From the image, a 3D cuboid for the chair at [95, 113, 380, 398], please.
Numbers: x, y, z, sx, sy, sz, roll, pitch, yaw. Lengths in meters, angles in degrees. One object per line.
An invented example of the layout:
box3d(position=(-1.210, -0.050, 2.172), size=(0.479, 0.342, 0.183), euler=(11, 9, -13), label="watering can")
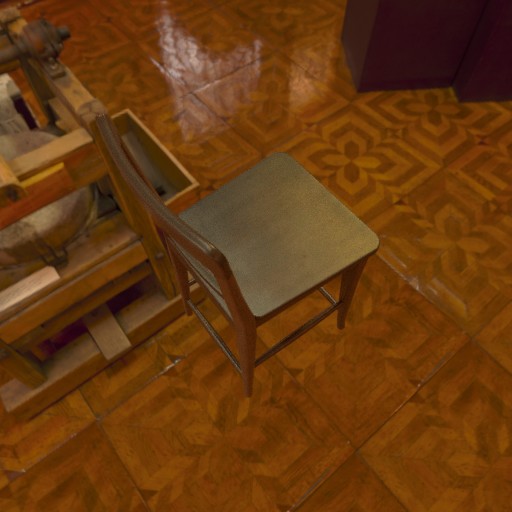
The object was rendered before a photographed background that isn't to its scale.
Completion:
box3d(position=(0.000, 0.000, 1.286), size=(0.546, 0.991, 0.450), euler=(-32, 63, -19), label="chair")
